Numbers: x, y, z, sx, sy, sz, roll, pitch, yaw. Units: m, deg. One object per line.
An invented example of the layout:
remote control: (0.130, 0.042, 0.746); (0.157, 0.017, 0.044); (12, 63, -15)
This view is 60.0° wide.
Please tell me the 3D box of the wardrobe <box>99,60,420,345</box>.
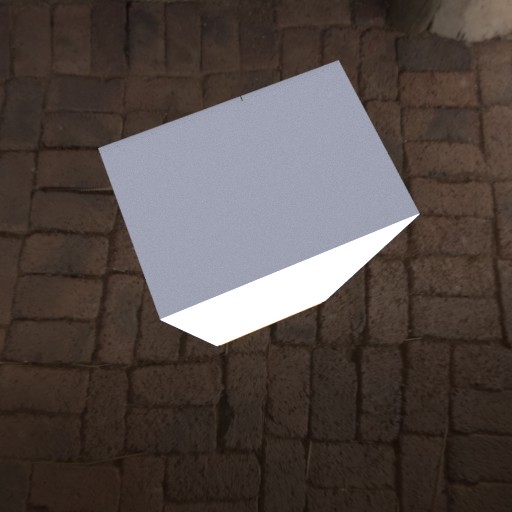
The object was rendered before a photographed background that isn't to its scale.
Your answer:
wardrobe: (0.000, 0.000, 2.404); (0.860, 2.040, 0.600); (-22, 77, -5)
